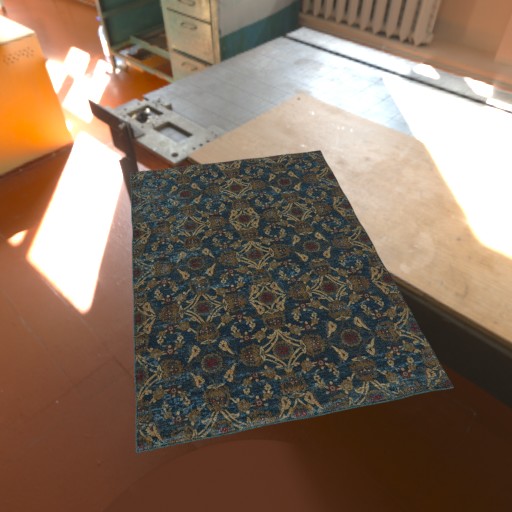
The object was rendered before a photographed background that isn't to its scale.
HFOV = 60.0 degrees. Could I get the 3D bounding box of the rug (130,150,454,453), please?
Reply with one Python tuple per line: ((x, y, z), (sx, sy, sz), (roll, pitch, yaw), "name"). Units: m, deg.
((0.000, 0.000, 4.268), (2.337, 0.013, 3.291), (-9, 46, -8), "rug")
